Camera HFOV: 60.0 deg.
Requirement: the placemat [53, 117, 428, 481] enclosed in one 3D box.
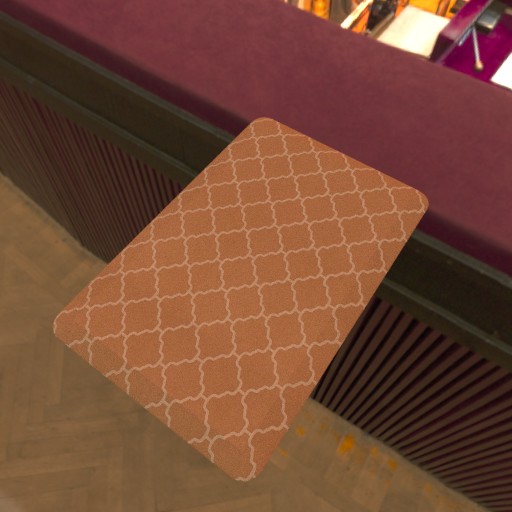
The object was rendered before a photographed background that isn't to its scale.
[{"bbox_3d":[0.000,0.000,0.974,0.508,0.021,0.762,31,64,17],"label":"placemat"}]
